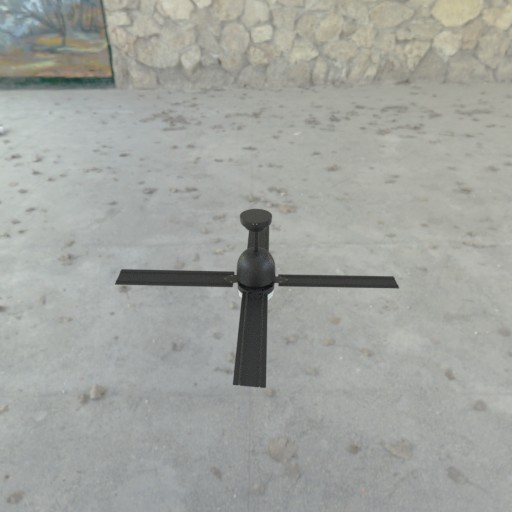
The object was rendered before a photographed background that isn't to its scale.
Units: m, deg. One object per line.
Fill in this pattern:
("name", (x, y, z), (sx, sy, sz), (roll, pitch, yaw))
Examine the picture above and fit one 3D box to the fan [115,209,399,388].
("fan", (0.000, 0.000, 2.031), (1.319, 0.410, 1.319), (0, 31, 0))
